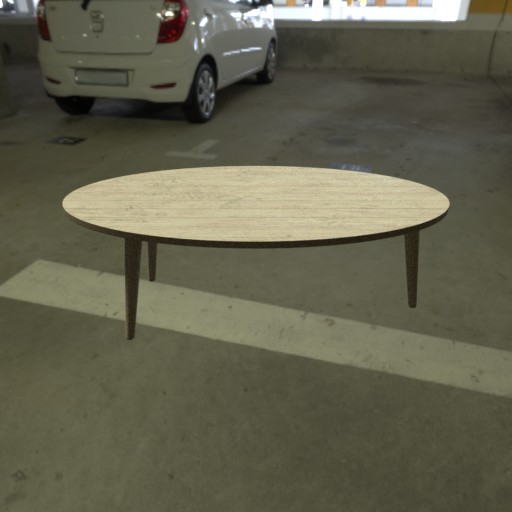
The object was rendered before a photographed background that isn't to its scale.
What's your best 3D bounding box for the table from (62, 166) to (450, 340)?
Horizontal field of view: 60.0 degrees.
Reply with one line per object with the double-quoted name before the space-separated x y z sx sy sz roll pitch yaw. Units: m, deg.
"table" 0.000 0.000 1.359 1.083 0.390 0.542 0 30 0
